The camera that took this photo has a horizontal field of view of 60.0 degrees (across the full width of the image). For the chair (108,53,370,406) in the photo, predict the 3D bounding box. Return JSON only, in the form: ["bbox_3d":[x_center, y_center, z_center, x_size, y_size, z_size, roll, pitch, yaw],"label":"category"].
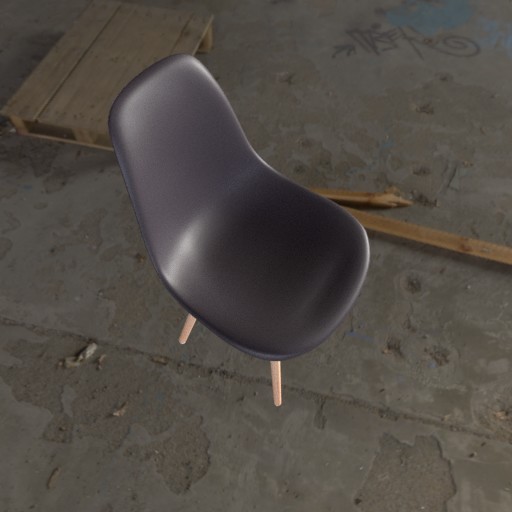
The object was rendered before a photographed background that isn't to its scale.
[{"bbox_3d":[0.000,0.000,1.109,0.533,0.825,0.470,29,62,17],"label":"chair"}]
